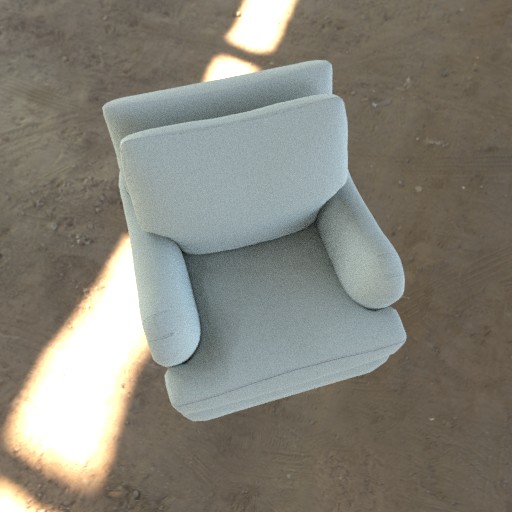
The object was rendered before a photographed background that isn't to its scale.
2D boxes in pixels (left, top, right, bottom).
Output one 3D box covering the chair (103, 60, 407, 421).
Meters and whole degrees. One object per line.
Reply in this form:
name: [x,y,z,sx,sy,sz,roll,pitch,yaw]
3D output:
chair: [0.000,0.000,1.840,0.955,1.038,1.070,-14,63,-7]
